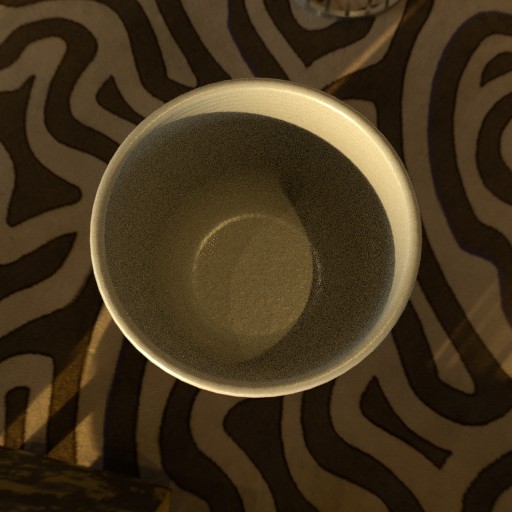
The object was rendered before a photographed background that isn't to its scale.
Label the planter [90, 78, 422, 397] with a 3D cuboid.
[{"bbox_3d":[0.000,0.000,0.217,0.124,0.109,0.124,0,77,0],"label":"planter"}]
